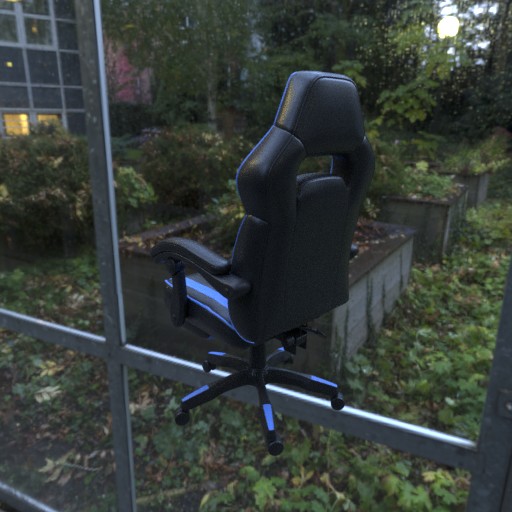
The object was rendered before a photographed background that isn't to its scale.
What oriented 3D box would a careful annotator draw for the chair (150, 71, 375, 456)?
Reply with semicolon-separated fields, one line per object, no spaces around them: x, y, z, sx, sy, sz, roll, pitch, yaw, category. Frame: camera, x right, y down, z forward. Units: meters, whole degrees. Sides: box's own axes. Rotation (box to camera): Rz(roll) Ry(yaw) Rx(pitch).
0.000;0.000;1.718;0.700;1.280;0.700;-15;22;-42;chair
